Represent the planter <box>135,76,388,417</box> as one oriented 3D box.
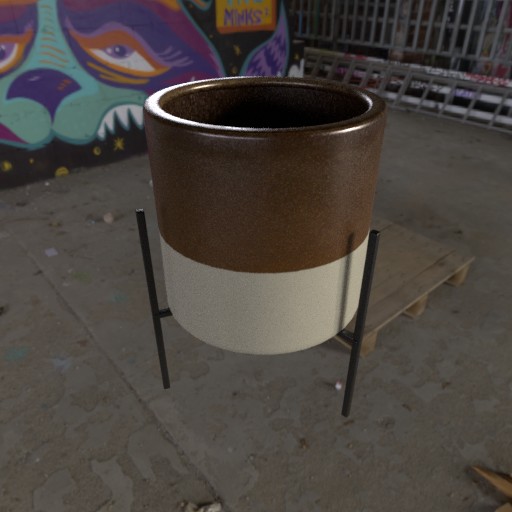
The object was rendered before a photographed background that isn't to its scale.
[{"bbox_3d":[0.000,0.000,0.548,0.269,0.375,0.255,-11,34,-17],"label":"planter"}]
